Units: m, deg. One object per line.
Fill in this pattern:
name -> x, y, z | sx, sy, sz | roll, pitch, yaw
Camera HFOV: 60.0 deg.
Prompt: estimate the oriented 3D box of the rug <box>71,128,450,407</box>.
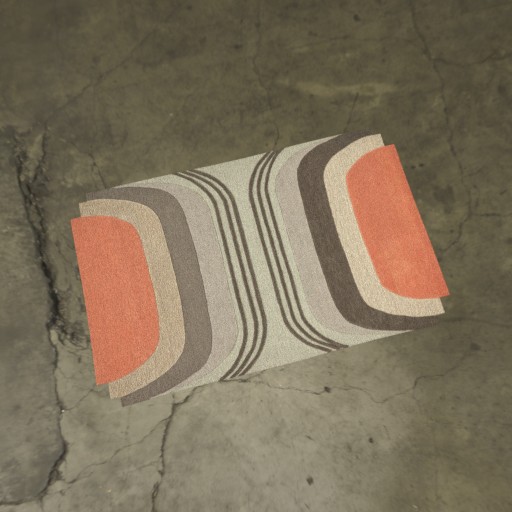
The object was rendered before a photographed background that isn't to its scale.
rug -> 0.000, 0.000, 3.109 | 2.446, 0.017, 1.530 | -14, 76, -4
